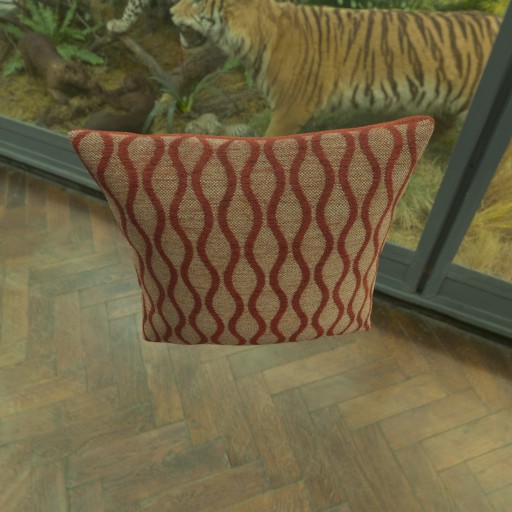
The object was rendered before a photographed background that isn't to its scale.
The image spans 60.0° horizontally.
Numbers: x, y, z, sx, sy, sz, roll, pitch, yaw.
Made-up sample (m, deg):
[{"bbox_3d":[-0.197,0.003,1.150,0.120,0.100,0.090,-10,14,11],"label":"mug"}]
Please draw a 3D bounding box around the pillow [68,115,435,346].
[{"bbox_3d":[0.000,0.000,0.663,0.429,0.434,0.159,-3,47,-3],"label":"pillow"}]
